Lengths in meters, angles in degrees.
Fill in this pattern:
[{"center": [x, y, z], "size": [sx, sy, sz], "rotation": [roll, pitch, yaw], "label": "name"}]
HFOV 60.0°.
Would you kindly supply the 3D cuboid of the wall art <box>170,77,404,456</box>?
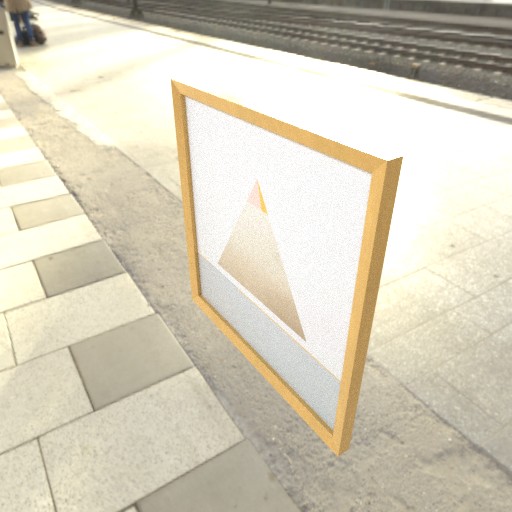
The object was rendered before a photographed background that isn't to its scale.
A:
[{"center": [0.000, 0.000, 2.946], "size": [0.097, 1.936, 1.935], "rotation": [-21, 38, -29], "label": "wall art"}]
